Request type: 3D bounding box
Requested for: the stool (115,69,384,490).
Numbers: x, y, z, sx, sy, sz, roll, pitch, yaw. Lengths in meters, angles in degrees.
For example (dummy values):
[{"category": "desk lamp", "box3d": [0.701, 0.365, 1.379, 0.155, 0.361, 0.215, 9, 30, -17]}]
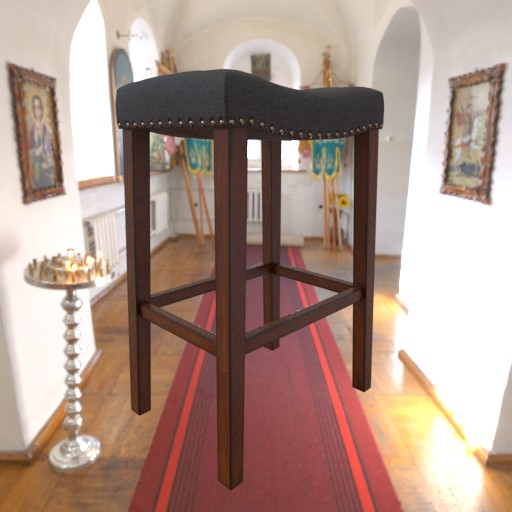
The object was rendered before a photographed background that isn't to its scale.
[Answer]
[{"category": "stool", "box3d": [0.000, 0.000, 1.036, 0.366, 0.760, 0.502, 15, 21, 43]}]
